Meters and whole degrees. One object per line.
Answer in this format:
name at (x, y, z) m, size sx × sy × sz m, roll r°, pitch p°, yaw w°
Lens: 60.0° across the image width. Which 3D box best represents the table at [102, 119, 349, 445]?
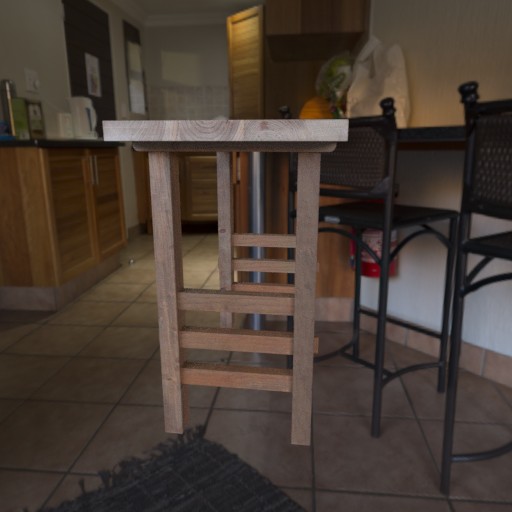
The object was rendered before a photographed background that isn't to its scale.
table at (0.000, 0.000, 1.631) m, size 0.556 × 0.914 × 1.119 m, roll 2°, pitch 15°, yaw 8°
